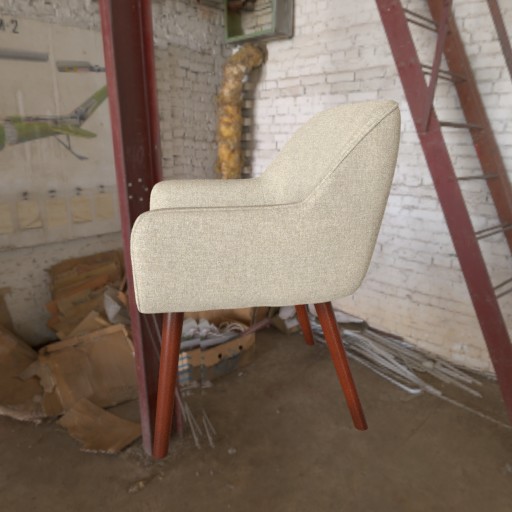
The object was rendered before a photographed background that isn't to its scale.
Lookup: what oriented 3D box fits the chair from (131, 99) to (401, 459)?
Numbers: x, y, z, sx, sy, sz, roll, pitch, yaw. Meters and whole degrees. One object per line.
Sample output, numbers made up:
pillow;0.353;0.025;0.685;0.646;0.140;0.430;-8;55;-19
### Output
chair;0.000;0.000;1.239;0.610;0.813;0.610;-2;16;-9
